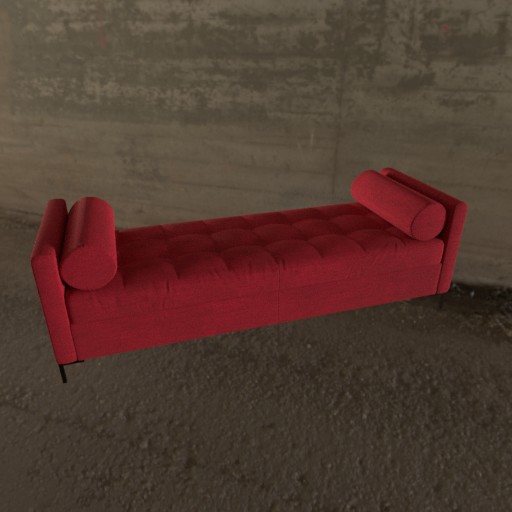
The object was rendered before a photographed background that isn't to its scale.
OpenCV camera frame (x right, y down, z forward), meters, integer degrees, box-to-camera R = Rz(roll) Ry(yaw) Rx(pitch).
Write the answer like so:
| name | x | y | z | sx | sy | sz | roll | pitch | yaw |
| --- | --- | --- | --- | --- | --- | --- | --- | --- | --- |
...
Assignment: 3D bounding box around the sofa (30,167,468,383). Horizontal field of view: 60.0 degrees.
| name | x | y | z | sx | sy | sz | roll | pitch | yaw |
| --- | --- | --- | --- | --- | --- | --- | --- | --- | --- |
| sofa | 0.000 | 0.000 | 2.331 | 1.981 | 0.635 | 0.686 | -8 | 28 | -15 |
